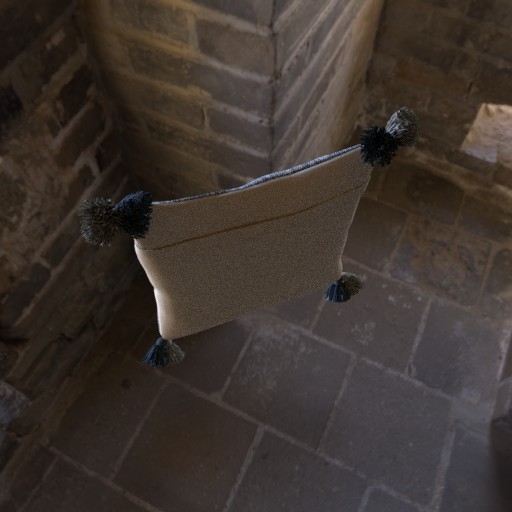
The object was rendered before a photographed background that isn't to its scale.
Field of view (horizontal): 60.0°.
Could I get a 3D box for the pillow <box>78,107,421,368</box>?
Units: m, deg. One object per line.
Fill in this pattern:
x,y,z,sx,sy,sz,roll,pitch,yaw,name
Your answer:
0.000,0.000,0.930,0.614,0.634,0.138,-18,58,-11,pillow
